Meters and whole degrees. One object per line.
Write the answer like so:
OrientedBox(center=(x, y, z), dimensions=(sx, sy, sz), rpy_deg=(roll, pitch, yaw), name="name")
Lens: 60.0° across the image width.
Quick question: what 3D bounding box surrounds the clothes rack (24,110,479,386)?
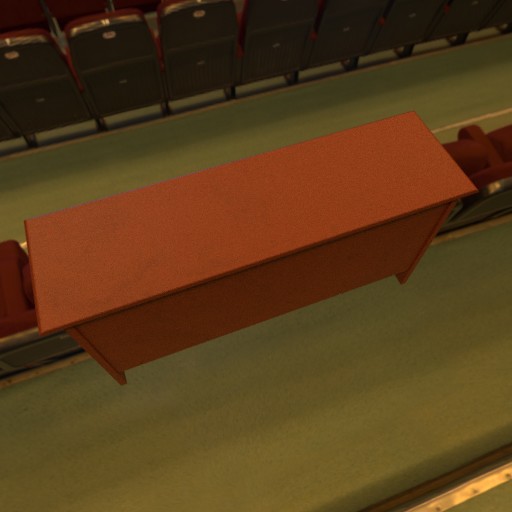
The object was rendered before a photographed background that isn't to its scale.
OrientedBox(center=(0.000, 0.000, 1.506), dimensions=(1.251, 0.594, 0.362), rpy_deg=(-18, 61, -10), name="clothes rack")
